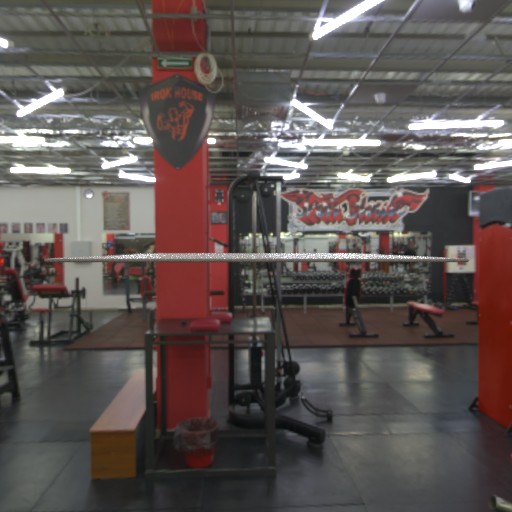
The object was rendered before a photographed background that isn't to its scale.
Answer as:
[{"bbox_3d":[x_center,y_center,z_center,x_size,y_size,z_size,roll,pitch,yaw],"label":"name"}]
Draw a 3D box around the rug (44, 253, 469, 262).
[{"bbox_3d":[0.000,0.000,4.023,2.434,0.032,3.007,0,1,0],"label":"rug"}]
